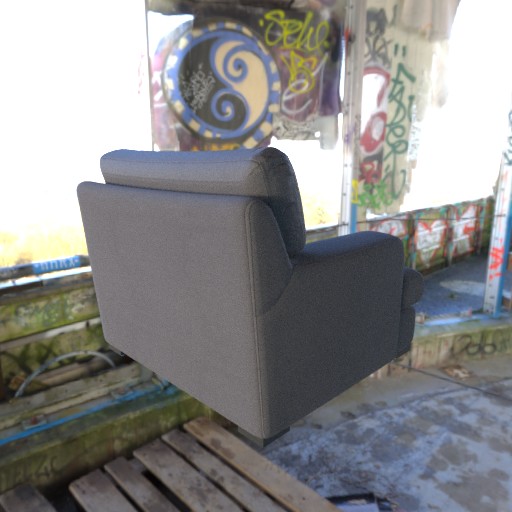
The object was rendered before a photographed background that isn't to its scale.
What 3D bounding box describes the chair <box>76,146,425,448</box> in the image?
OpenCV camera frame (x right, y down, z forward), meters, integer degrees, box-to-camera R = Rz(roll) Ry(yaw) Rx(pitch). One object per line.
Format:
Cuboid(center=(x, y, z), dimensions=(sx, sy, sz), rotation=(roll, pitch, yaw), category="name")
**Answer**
Cuboid(center=(0.000, 0.000, 1.992), dimensions=(1.143, 0.940, 1.168), rotation=(-13, 18, -43), category="chair")
